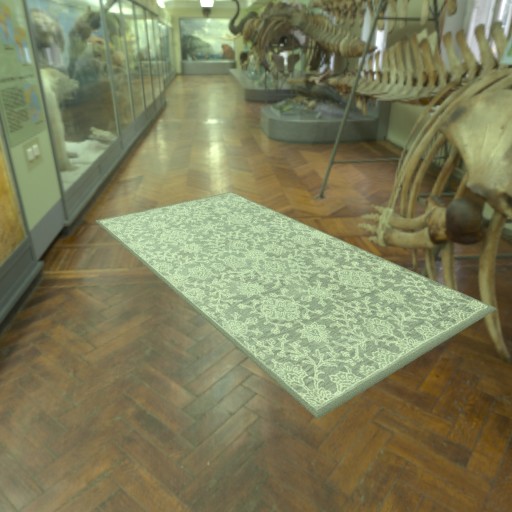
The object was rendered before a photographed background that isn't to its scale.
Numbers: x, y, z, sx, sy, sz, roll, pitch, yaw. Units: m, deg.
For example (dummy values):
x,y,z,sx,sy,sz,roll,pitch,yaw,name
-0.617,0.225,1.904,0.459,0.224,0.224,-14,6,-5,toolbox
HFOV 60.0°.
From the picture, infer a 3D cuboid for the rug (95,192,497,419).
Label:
x,y,z,sx,sy,sz,roll,pitch,yaw,name
0.000,0.000,3.499,1.546,0.011,3.048,-17,31,-32,rug
